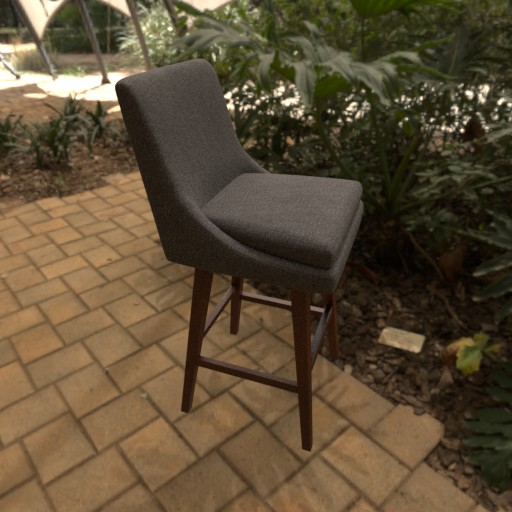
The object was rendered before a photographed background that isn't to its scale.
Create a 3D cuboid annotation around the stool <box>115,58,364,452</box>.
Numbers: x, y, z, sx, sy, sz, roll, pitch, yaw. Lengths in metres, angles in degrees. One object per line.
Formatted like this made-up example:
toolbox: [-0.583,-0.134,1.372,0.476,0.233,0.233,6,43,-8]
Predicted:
stool: [0.000,0.000,1.373,0.572,1.068,0.489,11,32,17]
